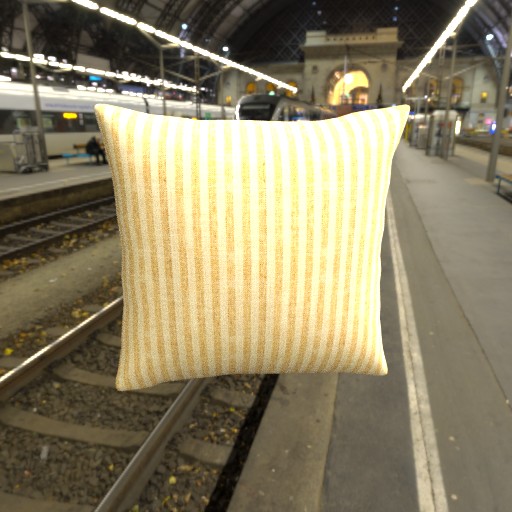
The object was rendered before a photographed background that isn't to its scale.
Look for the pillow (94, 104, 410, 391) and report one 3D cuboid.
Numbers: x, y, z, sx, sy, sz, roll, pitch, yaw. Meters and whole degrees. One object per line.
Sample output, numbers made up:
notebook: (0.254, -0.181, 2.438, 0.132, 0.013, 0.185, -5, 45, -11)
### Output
pillow: (0.000, 0.000, 0.628, 0.419, 0.407, 0.173, -2, 17, -6)
